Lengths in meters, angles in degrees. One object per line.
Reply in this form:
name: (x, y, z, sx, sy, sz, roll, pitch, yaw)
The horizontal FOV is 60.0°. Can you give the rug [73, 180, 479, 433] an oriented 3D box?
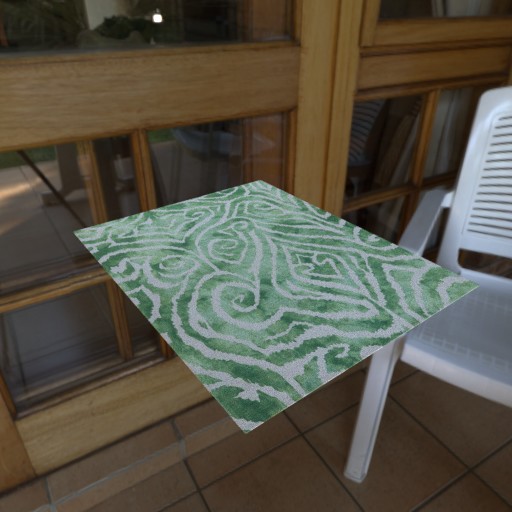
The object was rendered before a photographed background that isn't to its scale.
rug: (0.000, 0.000, 4.160, 2.436, 0.007, 3.045, -21, 37, -31)
